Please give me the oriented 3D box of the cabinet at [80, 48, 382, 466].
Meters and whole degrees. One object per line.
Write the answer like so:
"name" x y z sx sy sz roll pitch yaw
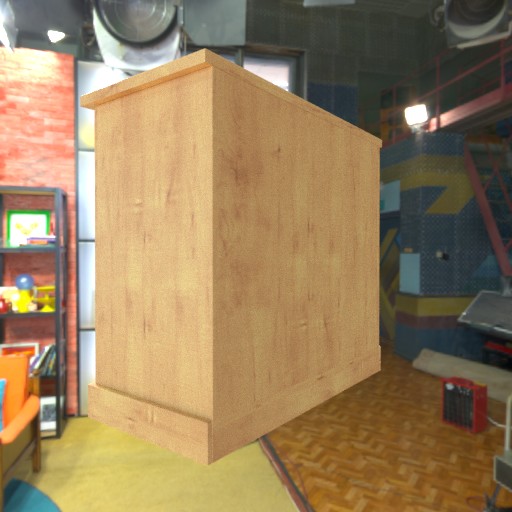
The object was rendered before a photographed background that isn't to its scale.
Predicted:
"cabinet" 0.000 0.000 1.389 0.450 0.840 0.920 0 1 37
